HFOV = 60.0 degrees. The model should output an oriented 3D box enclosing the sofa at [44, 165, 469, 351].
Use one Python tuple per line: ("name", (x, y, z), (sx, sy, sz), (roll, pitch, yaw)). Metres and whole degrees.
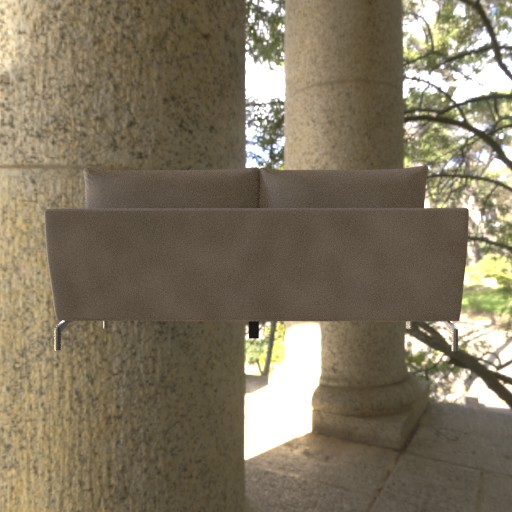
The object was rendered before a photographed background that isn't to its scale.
("sofa", (0.000, 0.000, 2.712), (2.214, 1.005, 0.868), (0, 0, 1))
